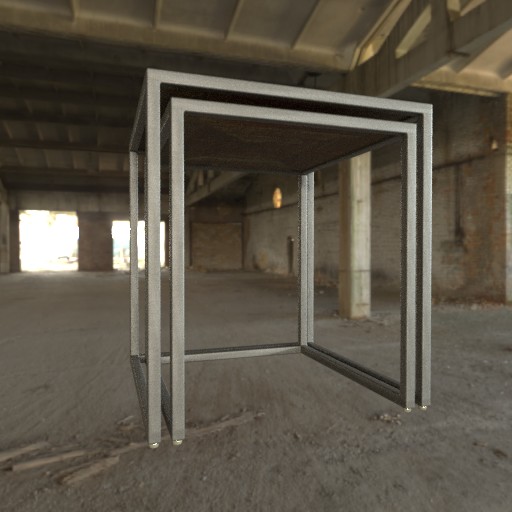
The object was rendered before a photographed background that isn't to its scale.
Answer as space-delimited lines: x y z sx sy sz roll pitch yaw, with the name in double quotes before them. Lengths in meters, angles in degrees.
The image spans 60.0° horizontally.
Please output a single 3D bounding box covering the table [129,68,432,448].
"table" 0.000 0.000 0.859 0.450 0.500 0.449 0 1 -19
